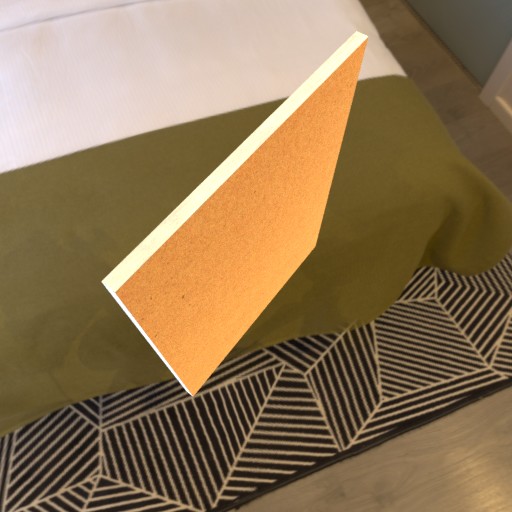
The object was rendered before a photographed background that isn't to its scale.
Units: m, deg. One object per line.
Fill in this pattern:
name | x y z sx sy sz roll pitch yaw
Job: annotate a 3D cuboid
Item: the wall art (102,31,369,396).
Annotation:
wall art | 0.000 0.000 0.802 0.020 0.613 0.481 35 68 16
